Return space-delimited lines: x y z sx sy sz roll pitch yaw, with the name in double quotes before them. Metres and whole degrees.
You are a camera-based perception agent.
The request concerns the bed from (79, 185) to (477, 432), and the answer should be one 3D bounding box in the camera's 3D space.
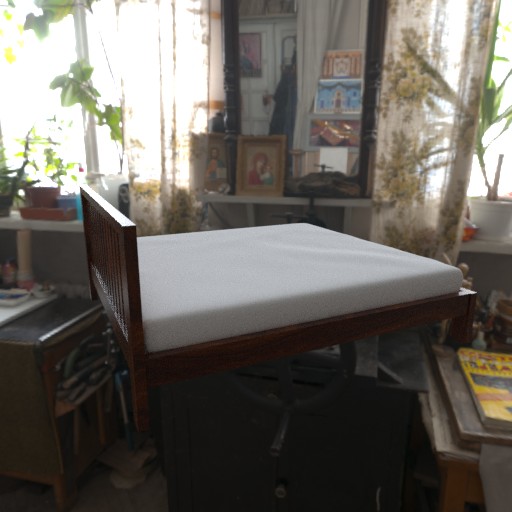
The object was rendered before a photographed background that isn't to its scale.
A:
"bed" 0.000 0.000 3.037 2.030 0.890 1.905 -7 16 -25
